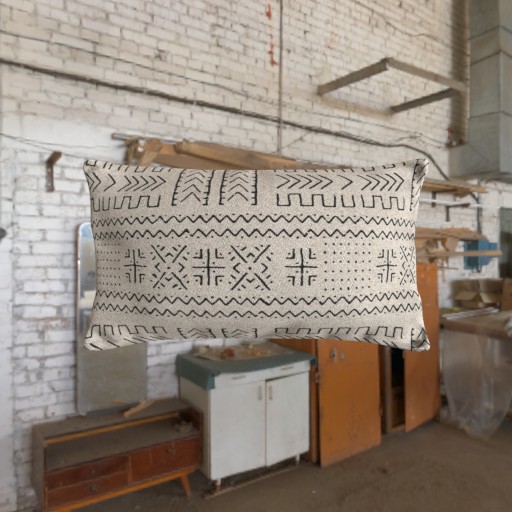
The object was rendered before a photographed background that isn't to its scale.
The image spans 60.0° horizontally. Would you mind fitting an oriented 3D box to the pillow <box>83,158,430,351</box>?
[{"bbox_3d":[0.000,0.000,0.803,0.637,0.352,0.188,0,1,1],"label":"pillow"}]
